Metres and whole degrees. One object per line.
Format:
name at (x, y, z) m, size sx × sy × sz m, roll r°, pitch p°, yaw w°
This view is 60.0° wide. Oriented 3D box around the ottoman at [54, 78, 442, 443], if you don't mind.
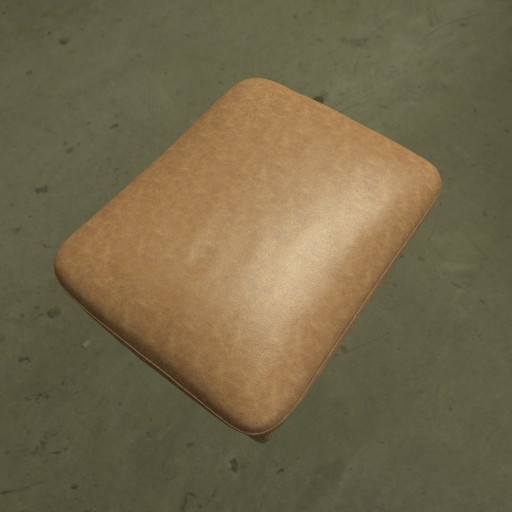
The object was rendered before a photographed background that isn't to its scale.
ottoman at (0.000, 0.000, 1.125) m, size 0.593 × 0.478 × 0.747 m, roll 33°, pitch 68°, yaw 16°
